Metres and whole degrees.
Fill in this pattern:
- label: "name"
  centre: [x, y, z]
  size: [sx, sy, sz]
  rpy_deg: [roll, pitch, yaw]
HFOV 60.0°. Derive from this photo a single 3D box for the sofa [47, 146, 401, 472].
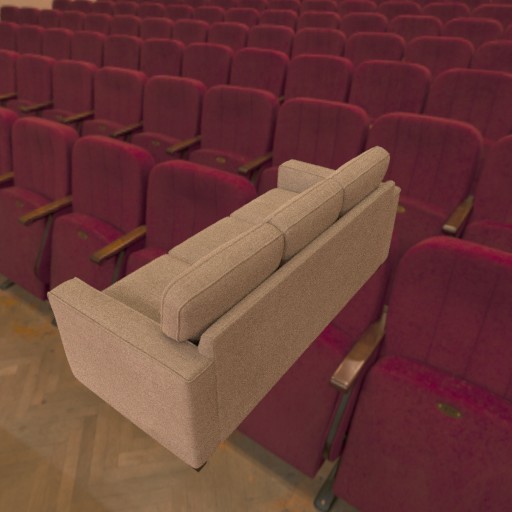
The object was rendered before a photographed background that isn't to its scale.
- label: "sofa"
  centre: [0.000, 0.000, 2.650]
  size: [0.939, 0.965, 2.133]
  rpy_deg: [22, 39, 30]
